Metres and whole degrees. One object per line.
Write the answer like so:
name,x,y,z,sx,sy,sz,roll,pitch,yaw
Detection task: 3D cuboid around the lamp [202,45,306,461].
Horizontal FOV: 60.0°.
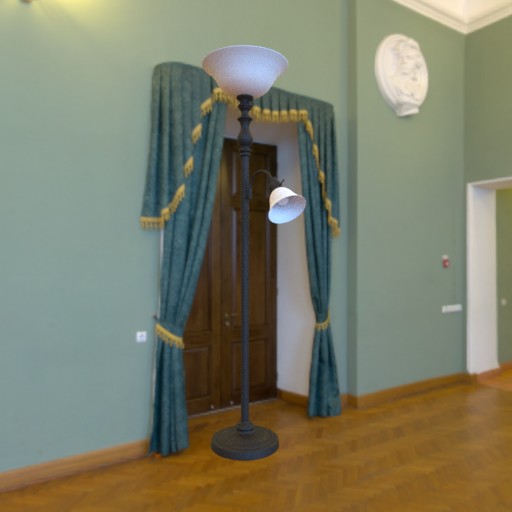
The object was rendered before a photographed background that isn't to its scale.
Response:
lamp,0.000,0.000,2.010,0.405,1.793,0.588,0,0,-35
